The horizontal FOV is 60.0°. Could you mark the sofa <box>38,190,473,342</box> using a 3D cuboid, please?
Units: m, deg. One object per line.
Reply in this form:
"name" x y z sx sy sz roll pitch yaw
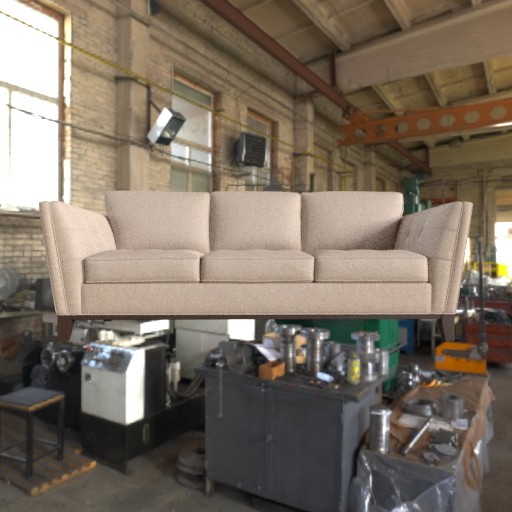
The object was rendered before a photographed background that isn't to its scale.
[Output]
"sofa" 0.000 0.000 2.899 2.388 0.940 0.965 0 0 -1
